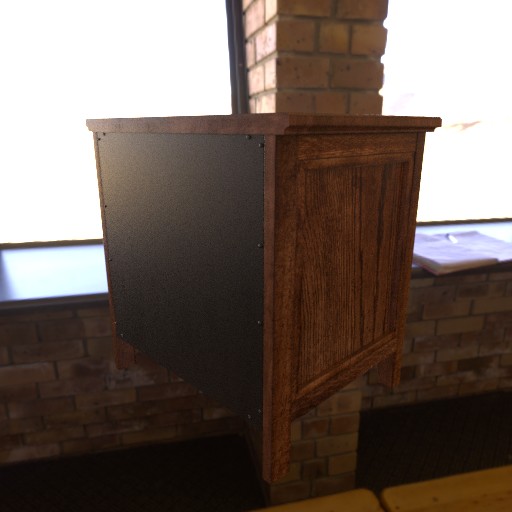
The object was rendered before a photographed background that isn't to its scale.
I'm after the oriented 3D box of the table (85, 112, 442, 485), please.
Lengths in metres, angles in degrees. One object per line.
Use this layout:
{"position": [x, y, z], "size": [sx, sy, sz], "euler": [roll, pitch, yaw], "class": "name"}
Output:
{"position": [0.000, 0.000, 0.997], "size": [0.461, 0.597, 0.586], "euler": [-15, 22, -43], "class": "table"}
